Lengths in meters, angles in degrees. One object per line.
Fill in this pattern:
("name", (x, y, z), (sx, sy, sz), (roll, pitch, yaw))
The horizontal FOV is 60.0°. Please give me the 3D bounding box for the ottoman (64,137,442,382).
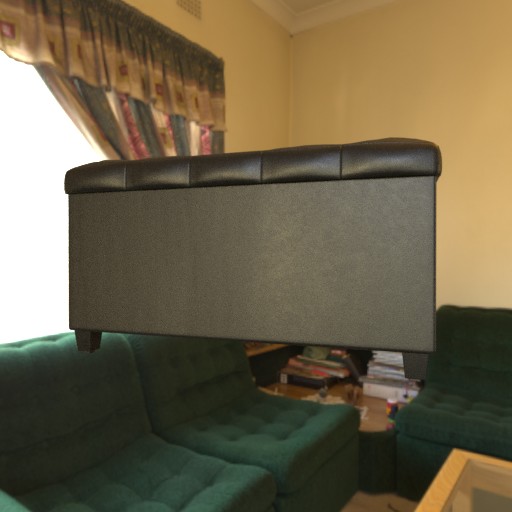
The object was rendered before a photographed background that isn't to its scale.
("ottoman", (0.000, 0.000, 1.117), (0.838, 0.470, 0.432), (0, 0, 18))
